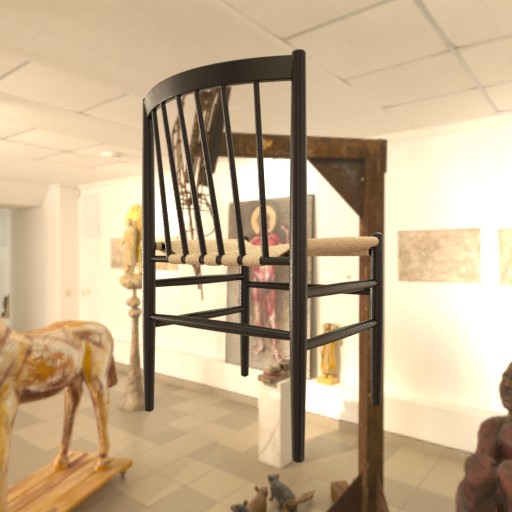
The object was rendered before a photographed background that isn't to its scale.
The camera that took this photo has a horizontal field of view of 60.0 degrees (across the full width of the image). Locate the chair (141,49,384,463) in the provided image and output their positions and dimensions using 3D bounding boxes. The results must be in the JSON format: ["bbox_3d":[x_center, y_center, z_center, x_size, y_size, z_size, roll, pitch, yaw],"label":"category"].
[{"bbox_3d":[0.000,0.000,1.150,0.495,0.818,0.516,1,1,37],"label":"chair"}]
